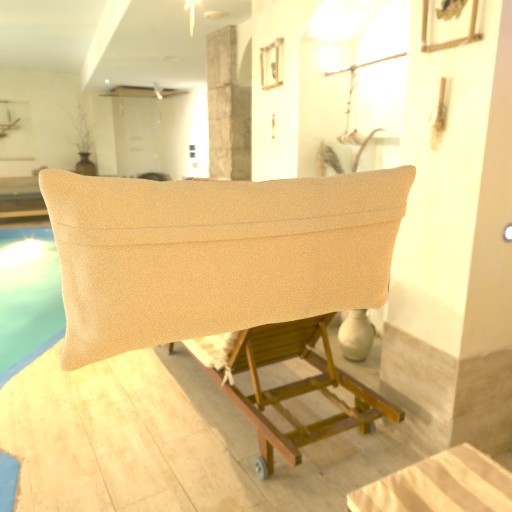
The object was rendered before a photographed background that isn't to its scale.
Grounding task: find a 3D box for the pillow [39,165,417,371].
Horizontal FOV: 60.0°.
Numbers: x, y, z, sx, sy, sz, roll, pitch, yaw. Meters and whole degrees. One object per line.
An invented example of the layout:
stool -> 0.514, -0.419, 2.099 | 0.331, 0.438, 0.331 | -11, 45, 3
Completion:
pillow -> 0.000, 0.000, 0.717 | 0.609, 0.292, 0.155 | -7, 15, -25
